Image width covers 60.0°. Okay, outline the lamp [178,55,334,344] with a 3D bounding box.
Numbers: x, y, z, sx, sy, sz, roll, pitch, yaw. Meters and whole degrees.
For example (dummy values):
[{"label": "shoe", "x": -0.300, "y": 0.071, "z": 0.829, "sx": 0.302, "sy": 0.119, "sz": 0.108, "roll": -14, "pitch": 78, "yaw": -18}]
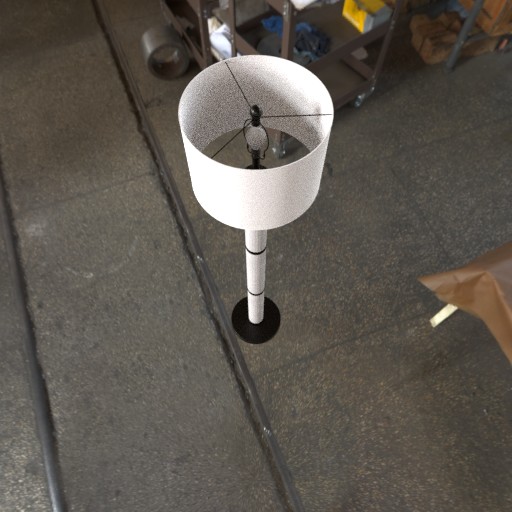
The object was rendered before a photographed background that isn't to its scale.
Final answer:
[{"label": "lamp", "x": 0.000, "y": 0.000, "z": 1.780, "sx": 0.377, "sy": 1.599, "sz": 0.377, "roll": 32, "pitch": 67, "yaw": 15}]
